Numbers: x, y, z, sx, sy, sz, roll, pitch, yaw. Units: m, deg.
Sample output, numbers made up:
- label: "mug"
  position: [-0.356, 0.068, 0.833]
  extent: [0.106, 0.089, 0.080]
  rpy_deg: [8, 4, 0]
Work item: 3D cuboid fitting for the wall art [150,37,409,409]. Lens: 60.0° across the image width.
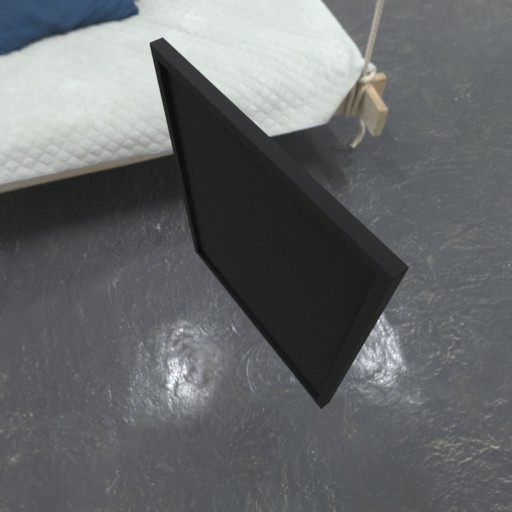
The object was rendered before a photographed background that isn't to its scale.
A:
- label: "wall art"
  position: [0.000, 0.000, 0.700]
  extent: [0.021, 0.508, 0.432]
  rpy_deg: [-33, 64, -18]
